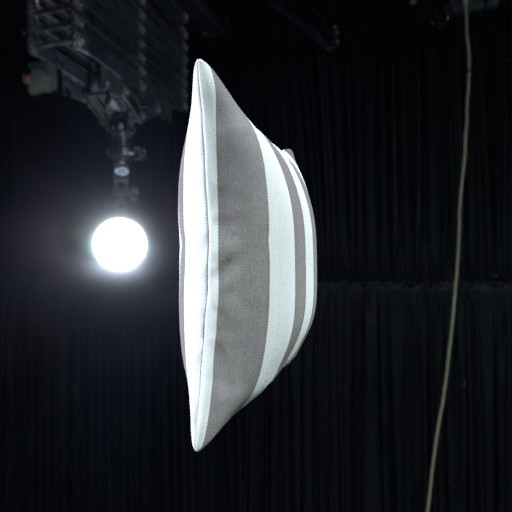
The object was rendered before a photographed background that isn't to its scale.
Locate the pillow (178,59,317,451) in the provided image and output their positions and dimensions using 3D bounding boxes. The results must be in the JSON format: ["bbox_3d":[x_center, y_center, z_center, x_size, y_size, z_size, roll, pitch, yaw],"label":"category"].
[{"bbox_3d":[0.000,0.000,0.808,0.192,0.507,0.522,0,0,17],"label":"pillow"}]
